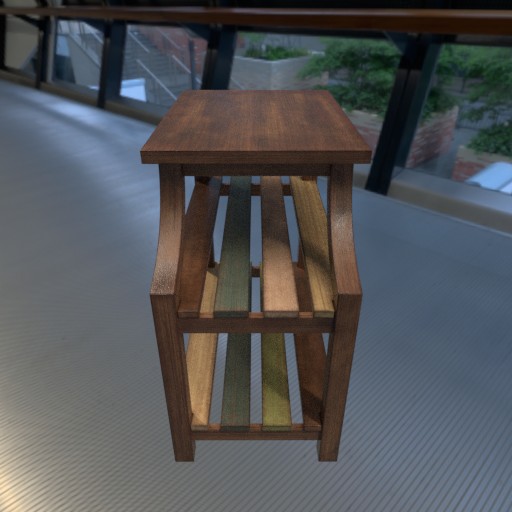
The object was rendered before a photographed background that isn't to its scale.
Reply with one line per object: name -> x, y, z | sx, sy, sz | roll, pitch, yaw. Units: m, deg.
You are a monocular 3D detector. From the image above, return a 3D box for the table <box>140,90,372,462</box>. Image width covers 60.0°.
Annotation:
table -> 0.000, 0.000, 0.976 | 0.356, 0.584, 0.609 | 0, 31, 0
